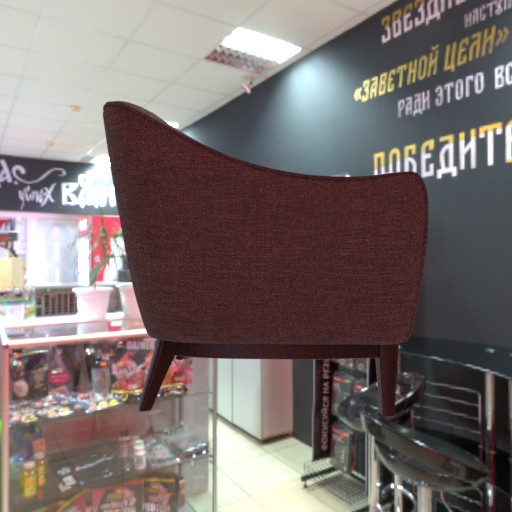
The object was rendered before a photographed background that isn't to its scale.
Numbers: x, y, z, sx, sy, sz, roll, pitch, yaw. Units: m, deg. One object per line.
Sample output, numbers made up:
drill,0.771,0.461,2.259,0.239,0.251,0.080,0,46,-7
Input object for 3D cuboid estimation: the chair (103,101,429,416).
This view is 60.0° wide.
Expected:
chair,0.000,0.000,1.484,0.851,0.829,0.870,0,0,0
